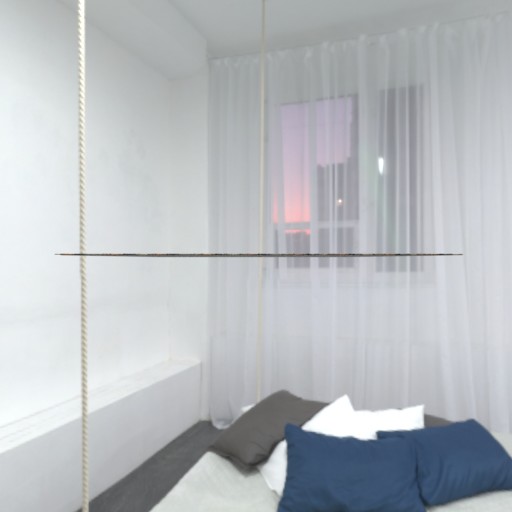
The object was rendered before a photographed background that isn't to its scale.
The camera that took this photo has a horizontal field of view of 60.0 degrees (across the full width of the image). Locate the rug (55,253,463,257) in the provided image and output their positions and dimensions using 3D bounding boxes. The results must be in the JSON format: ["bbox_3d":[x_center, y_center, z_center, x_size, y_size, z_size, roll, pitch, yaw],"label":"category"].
[{"bbox_3d":[0.000,0.000,4.156,2.379,0.011,3.221,0,0,-1],"label":"rug"}]
